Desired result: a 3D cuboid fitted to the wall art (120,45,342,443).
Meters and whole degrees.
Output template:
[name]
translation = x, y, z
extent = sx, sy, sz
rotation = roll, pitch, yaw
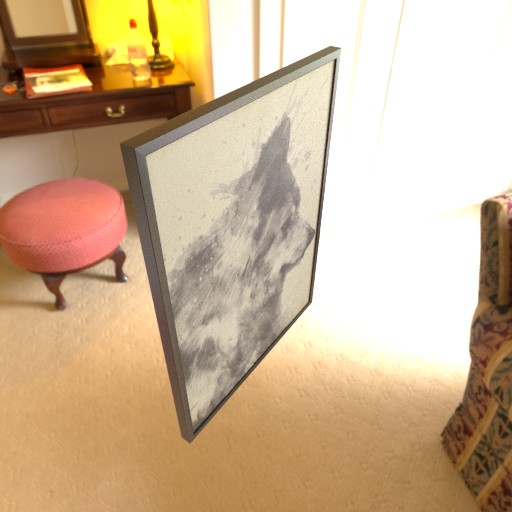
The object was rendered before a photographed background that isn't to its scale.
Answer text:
[wall art]
translation = 0.000, 0.000, 1.393
extent = 0.039, 1.061, 0.804
rotation = 25, 46, 27
